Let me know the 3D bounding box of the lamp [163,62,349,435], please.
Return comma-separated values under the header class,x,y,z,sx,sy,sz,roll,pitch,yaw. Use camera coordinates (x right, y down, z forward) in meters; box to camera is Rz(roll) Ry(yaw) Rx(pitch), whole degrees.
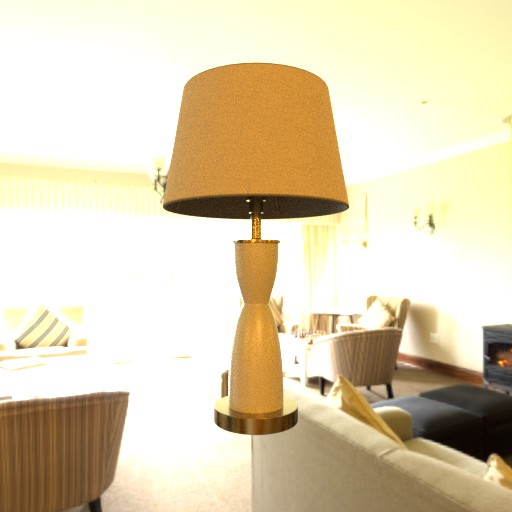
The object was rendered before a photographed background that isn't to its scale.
class,x,y,z,sx,sy,sz,roll,pitch,yaw
lamp,0.000,0.000,0.745,0.309,0.545,0.309,0,-1,0
